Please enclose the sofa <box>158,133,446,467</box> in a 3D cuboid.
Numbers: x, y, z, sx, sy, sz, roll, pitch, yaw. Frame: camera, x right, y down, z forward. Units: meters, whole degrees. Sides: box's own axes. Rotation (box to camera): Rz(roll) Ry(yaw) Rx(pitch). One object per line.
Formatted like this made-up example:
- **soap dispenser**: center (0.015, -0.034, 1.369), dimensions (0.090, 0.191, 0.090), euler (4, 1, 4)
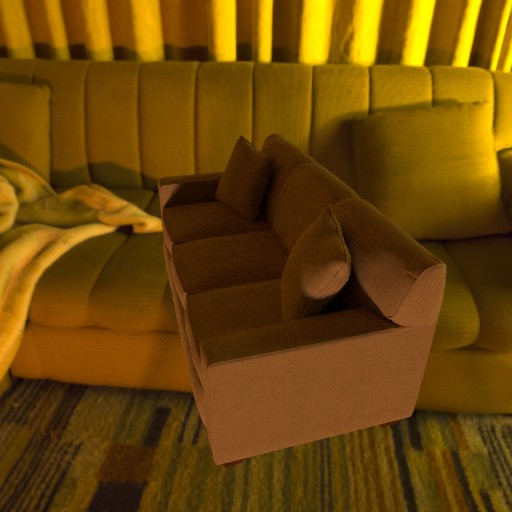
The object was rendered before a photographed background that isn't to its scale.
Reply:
- **sofa**: center (0.000, 0.000, 2.591), dimensions (0.997, 0.958, 2.024), euler (-8, 31, -14)
